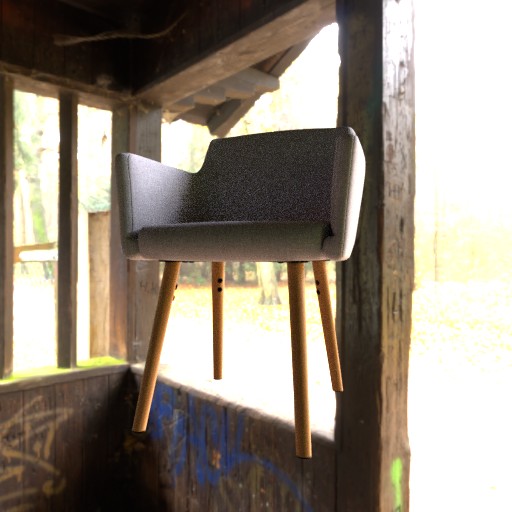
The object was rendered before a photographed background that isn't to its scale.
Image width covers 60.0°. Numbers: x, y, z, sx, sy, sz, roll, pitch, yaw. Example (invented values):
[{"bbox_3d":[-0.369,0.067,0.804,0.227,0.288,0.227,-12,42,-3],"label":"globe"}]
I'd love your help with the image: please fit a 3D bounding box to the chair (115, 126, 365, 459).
[{"bbox_3d":[0.000,0.000,1.168,0.570,0.780,0.540,0,0,19],"label":"chair"}]
